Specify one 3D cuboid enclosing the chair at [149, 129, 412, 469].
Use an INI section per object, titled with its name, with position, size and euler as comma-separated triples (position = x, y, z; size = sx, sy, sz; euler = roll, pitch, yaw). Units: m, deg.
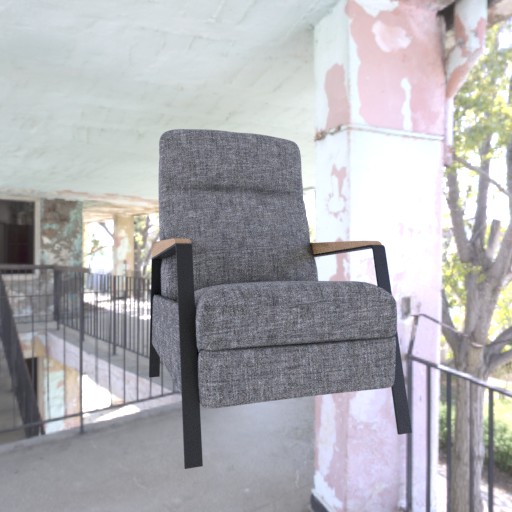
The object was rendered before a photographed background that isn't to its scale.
[chair]
position = 0.000, 0.000, 1.602
size = 0.671, 1.042, 0.868
euler = 0, 0, -19
